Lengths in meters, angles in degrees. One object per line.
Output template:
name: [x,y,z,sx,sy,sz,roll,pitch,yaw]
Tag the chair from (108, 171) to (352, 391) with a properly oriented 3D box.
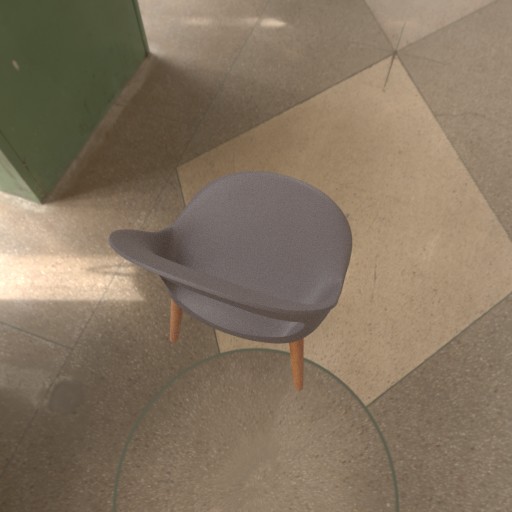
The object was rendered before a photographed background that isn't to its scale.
chair: [0.000,0.000,1.159,0.470,0.794,0.556,19,64,9]
